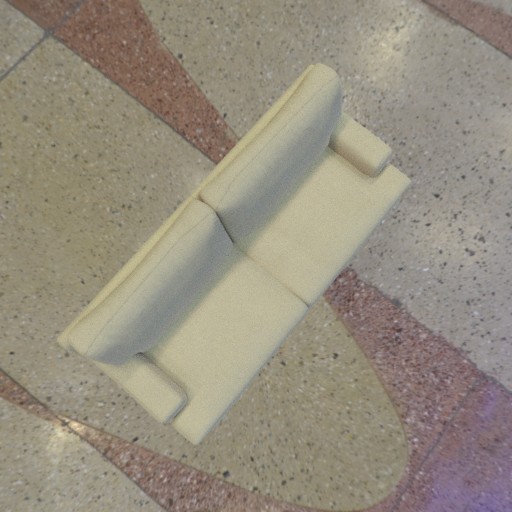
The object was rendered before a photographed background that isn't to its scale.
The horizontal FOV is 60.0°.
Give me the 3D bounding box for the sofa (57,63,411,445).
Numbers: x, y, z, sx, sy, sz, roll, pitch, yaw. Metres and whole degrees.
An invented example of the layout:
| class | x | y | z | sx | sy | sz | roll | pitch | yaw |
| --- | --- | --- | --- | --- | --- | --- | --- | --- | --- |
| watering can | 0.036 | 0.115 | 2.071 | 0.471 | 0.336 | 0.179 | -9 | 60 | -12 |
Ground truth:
| class | x | y | z | sx | sy | sz | roll | pitch | yaw |
| --- | --- | --- | --- | --- | --- | --- | --- | --- | --- |
| sofa | 0.000 | 0.000 | 2.684 | 0.929 | 0.925 | 2.147 | 39 | 80 | 8 |
